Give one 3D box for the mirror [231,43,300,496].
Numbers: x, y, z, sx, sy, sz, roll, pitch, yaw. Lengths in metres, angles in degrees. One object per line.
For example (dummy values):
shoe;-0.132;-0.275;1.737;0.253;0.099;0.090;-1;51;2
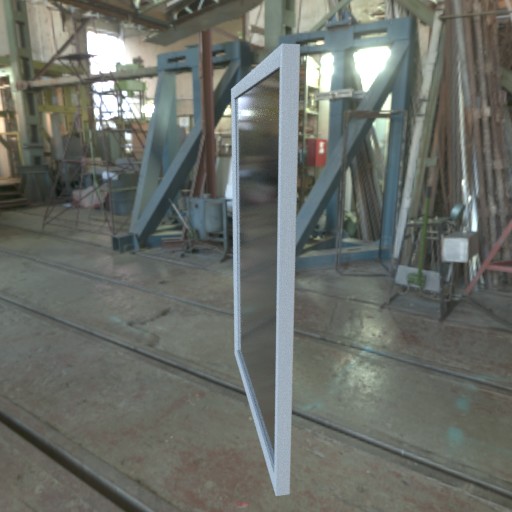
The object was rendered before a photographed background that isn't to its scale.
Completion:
mirror;0.000;0.000;1.321;0.040;1.016;0.762;-3;15;-10
